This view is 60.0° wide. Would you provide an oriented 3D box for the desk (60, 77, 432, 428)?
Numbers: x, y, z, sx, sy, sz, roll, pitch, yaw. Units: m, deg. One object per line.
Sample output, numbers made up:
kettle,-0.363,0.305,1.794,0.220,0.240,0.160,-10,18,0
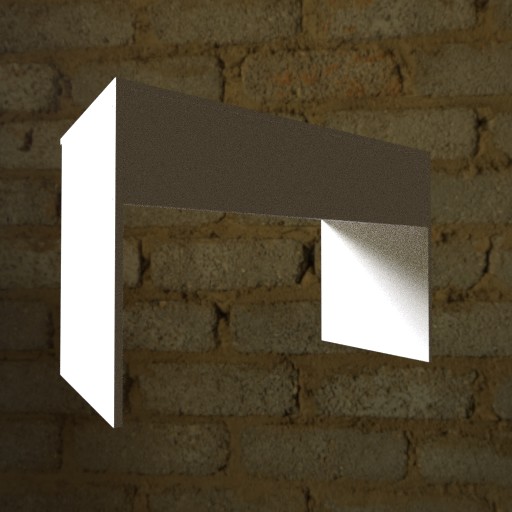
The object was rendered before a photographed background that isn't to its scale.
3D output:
desk,0.000,0.000,1.463,1.100,0.730,0.560,1,-1,-35
